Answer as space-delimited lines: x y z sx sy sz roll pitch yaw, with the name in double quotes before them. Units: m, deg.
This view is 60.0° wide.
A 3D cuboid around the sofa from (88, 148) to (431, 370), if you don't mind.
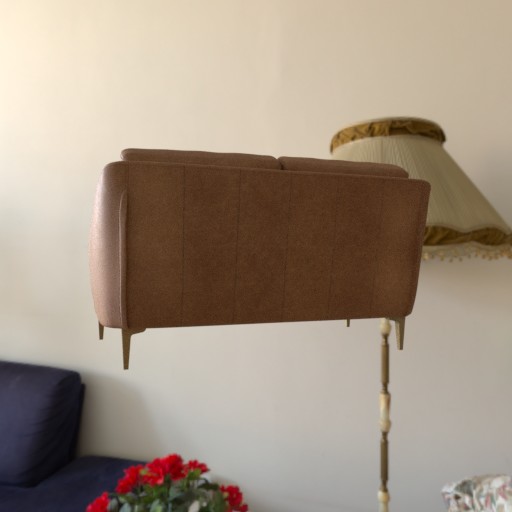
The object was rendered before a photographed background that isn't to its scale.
"sofa" 0.000 0.000 2.233 1.619 0.902 0.960 0 0 -17
